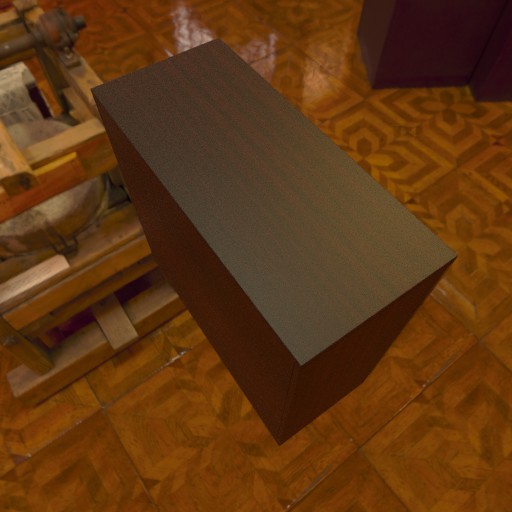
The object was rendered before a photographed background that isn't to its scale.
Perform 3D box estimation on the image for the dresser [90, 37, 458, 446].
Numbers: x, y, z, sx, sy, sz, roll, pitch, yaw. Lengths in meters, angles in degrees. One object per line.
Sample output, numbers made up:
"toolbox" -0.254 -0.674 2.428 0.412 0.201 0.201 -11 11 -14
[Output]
"dresser" 0.000 0.000 1.162 0.360 0.720 0.750 -31 63 -17
